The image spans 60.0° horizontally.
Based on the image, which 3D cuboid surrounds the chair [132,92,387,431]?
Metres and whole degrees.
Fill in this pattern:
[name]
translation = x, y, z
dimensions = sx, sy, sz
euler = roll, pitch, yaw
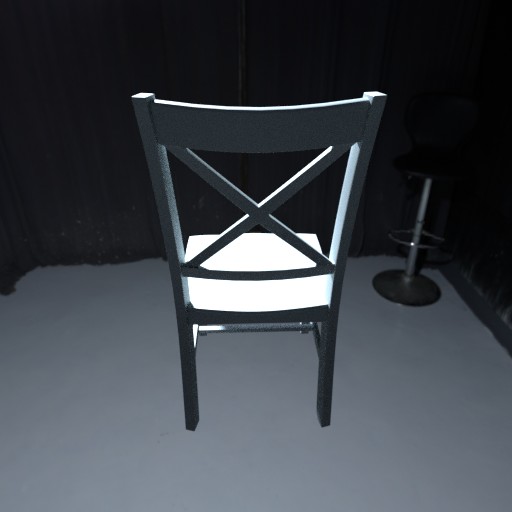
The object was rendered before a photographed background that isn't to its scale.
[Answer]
[chair]
translation = 0.000, 0.000, 1.297
dimensions = 0.485, 0.983, 0.542
euler = -1, 30, -2
